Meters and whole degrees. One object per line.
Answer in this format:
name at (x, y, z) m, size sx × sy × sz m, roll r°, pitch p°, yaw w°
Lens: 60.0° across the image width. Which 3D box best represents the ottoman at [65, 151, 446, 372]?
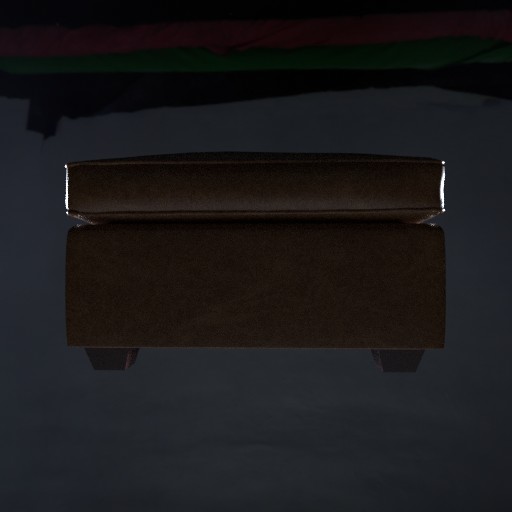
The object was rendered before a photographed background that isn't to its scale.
ottoman at (0.000, 0.000, 1.113) m, size 0.756 × 0.468 × 0.554 m, roll 0°, pitch -1°, yaw 2°
